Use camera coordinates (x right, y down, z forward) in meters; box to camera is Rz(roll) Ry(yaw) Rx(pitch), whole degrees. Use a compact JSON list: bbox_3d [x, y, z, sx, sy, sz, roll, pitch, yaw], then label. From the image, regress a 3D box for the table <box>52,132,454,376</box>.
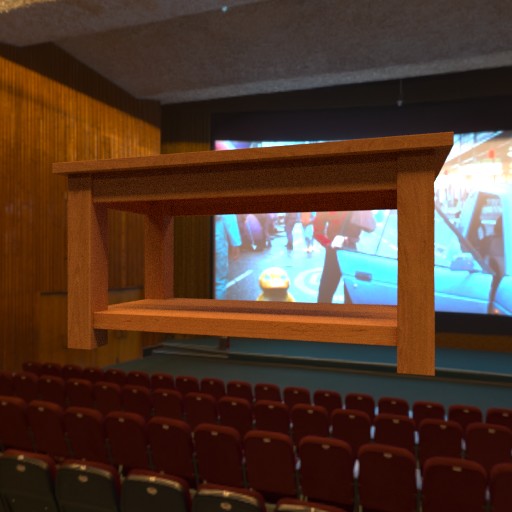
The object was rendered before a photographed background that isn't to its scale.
[{"bbox_3d":[0.000,0.000,1.157,0.899,0.452,0.450,0,0,18],"label":"table"}]
